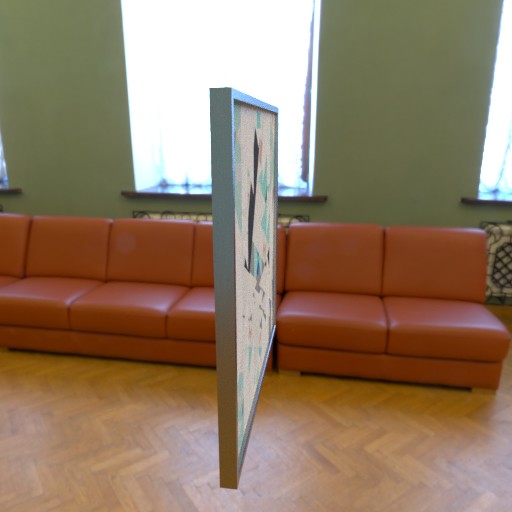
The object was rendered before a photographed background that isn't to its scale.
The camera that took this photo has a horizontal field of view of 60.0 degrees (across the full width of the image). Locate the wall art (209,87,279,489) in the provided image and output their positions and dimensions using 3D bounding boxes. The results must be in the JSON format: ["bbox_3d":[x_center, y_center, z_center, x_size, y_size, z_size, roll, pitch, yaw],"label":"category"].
[{"bbox_3d":[0.000,0.000,1.221,0.038,0.806,0.806,2,16,8],"label":"wall art"}]
